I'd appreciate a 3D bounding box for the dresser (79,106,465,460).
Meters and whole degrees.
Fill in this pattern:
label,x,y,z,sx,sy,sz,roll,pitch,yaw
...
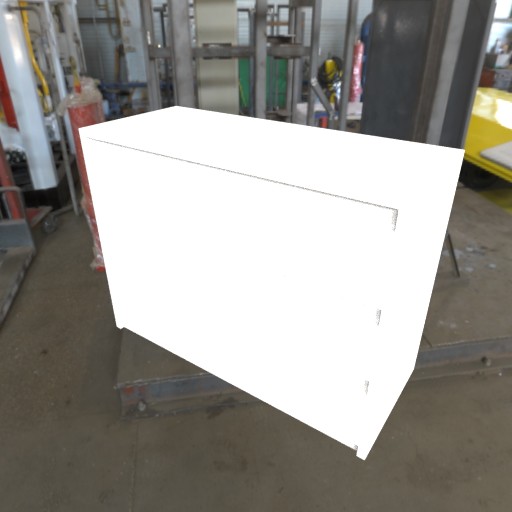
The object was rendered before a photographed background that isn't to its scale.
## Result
label,x,y,z,sx,sy,sz,roll,pitch,yaw
dresser,0.000,0.000,1.547,1.100,0.820,0.460,19,34,30
